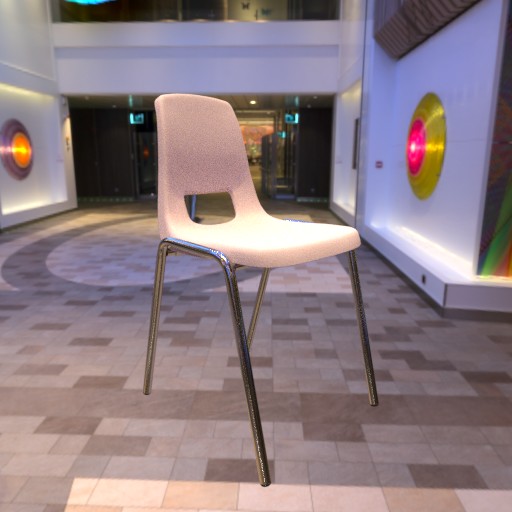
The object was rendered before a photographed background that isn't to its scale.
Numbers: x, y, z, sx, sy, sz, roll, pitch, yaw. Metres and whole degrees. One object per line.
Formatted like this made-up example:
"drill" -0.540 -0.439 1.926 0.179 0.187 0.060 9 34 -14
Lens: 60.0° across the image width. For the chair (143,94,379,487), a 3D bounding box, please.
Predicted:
"chair" 0.000 0.000 0.971 0.381 0.704 0.436 -12 18 -43
